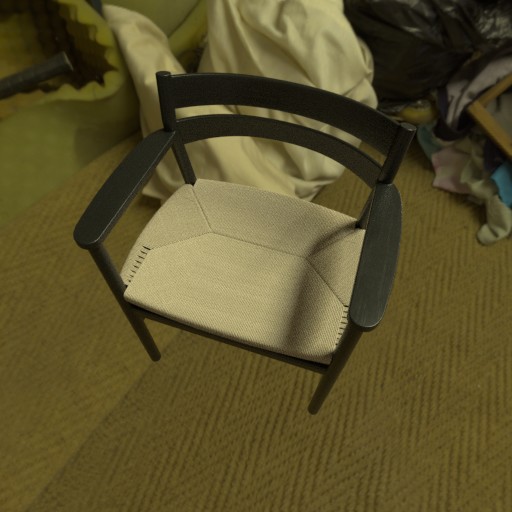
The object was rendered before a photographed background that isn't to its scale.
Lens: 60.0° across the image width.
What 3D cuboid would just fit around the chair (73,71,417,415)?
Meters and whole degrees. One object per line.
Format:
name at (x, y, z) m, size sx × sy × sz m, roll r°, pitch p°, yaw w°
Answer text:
chair at (0.000, 0.000, 1.175) m, size 0.630 × 0.775 × 0.508 m, roll 16°, pitch 59°, yaw 10°
